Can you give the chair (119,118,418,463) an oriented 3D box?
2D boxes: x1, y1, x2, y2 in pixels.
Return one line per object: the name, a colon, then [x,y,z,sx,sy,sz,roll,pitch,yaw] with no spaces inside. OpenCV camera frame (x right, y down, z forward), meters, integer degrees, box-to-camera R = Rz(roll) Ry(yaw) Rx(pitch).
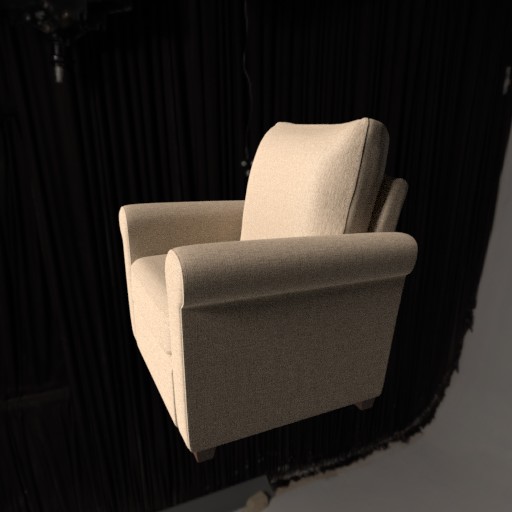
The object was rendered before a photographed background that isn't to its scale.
chair: [0.000,0.000,2.289,1.180,1.349,1.275,-7,17,-24]
